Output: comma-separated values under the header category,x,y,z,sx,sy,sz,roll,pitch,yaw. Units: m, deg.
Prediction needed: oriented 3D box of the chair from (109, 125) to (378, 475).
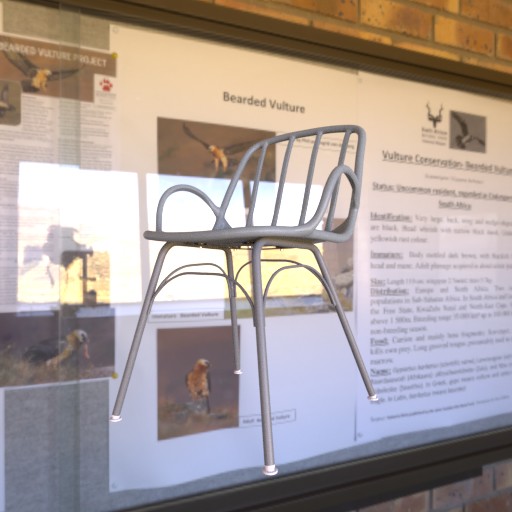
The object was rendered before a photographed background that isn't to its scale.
category,x,y,z,sx,sy,sz,roll,pitch,yaw
chair,0.000,0.000,1.205,0.549,0.816,0.597,0,0,35
